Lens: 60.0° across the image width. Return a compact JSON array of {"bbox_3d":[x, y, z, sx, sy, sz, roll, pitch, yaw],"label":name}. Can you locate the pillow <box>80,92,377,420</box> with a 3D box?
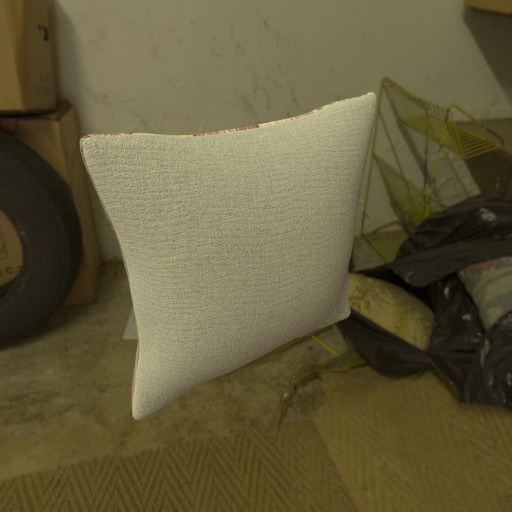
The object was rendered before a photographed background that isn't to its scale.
[{"bbox_3d":[0.000,0.000,0.652,0.437,0.419,0.136,-19,36,-29],"label":"pillow"}]
